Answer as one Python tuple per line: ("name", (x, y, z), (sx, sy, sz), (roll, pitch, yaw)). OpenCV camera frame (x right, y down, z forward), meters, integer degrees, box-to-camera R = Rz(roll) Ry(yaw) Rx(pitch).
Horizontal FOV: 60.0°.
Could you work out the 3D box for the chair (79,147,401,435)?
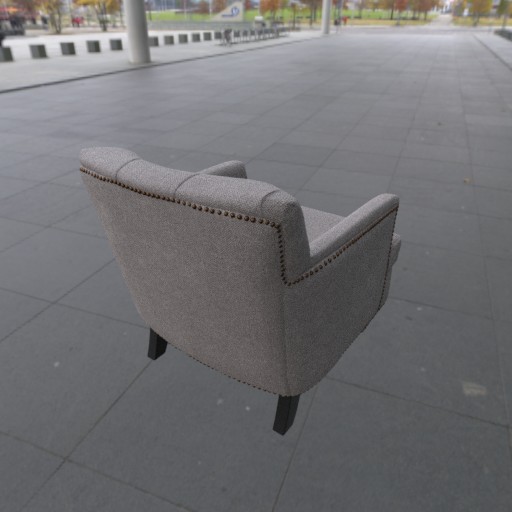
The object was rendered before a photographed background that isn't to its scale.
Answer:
("chair", (0.000, 0.000, 1.533), (0.737, 0.823, 0.902), (19, 34, 31))
